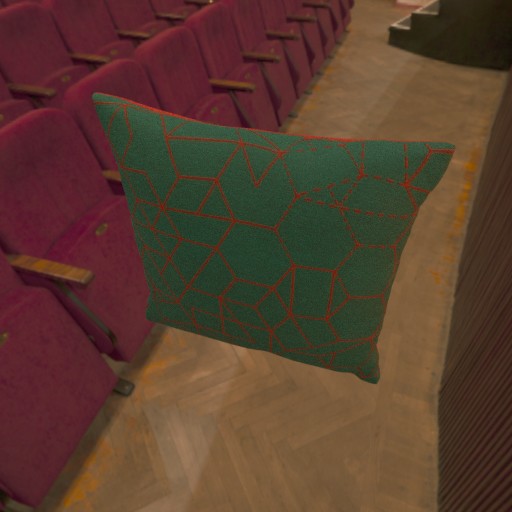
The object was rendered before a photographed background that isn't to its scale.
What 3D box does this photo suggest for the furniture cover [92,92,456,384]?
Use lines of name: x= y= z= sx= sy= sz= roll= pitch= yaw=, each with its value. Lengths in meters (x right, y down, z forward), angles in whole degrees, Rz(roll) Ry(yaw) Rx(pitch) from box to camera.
furniture cover: x=0.000 y=0.000 z=0.768 sx=0.517 sy=0.508 sz=0.158 roll=12 pitch=42 yaw=14
